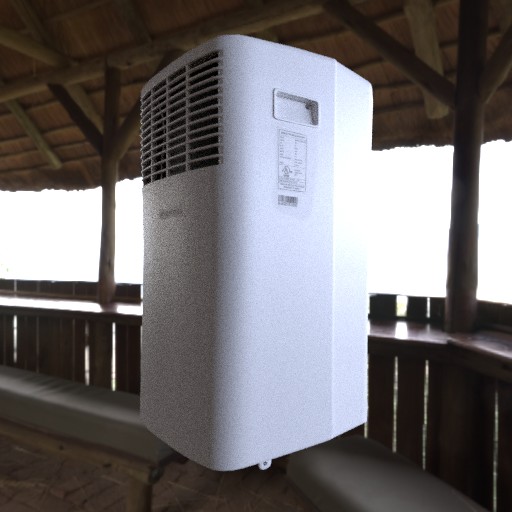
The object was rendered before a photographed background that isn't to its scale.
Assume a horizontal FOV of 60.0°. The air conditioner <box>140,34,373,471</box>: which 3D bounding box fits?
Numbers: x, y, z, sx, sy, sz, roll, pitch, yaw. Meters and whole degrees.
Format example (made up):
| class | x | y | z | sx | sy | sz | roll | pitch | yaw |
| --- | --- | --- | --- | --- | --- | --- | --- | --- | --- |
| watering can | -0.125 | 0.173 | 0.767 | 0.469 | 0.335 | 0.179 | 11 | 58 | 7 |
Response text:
| class | x | y | z | sx | sy | sz | roll | pitch | yaw |
| --- | --- | --- | --- | --- | --- | --- | --- | --- | --- |
| air conditioner | 0.000 | 0.000 | 0.775 | 0.349 | 0.606 | 0.304 | 0 | 0 | -38 |
